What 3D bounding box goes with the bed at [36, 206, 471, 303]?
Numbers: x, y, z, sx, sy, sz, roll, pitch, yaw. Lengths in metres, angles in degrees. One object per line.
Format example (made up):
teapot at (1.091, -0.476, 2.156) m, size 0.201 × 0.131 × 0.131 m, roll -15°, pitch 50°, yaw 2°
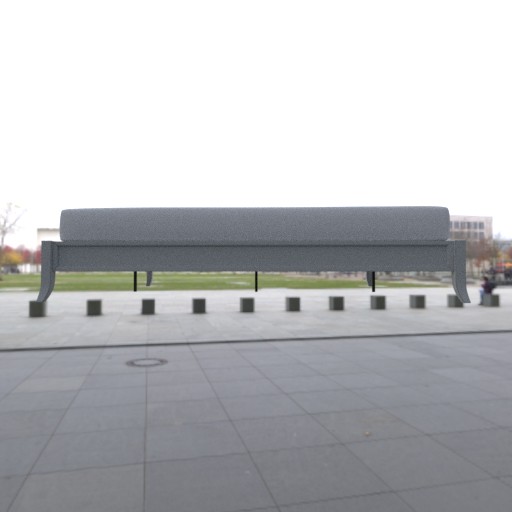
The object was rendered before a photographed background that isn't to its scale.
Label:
bed at (0.000, 0.000, 3.156) m, size 2.108 × 0.510 × 2.007 m, roll 0°, pitch -2°, yaw 1°
